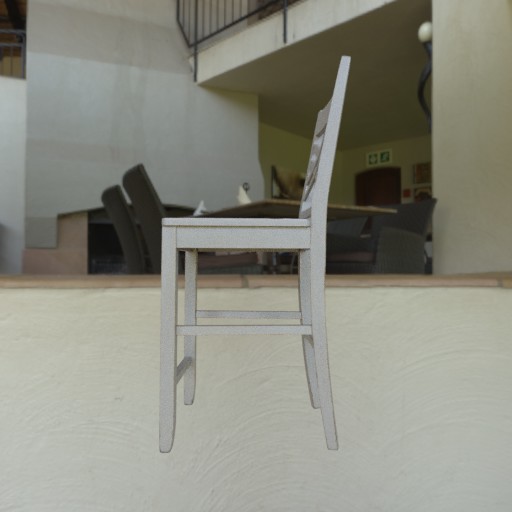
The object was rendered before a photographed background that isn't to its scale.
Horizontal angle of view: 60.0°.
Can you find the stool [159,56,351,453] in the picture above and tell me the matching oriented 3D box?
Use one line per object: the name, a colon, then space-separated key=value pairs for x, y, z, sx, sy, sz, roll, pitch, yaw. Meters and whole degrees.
stool: x=0.000 y=0.000 z=1.418 sx=0.539 sy=1.079 sz=0.462 roll=0 pitch=-1 yaw=0
